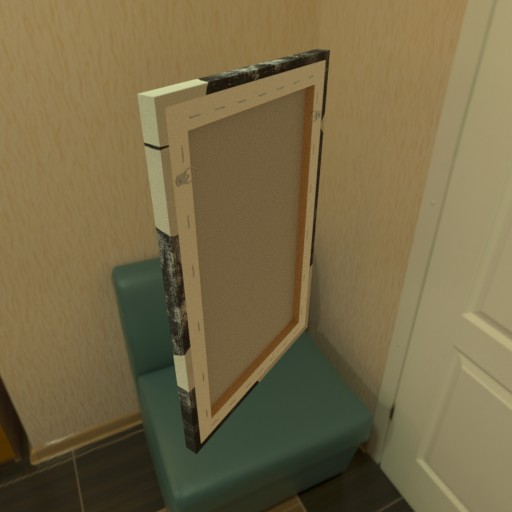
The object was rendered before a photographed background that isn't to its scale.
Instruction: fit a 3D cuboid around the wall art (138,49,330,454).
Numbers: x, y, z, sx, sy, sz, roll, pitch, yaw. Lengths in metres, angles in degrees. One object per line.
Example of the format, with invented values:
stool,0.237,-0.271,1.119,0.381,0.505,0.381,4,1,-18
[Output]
wall art,0.000,0.000,1.151,0.041,0.915,0.610,20,38,28
